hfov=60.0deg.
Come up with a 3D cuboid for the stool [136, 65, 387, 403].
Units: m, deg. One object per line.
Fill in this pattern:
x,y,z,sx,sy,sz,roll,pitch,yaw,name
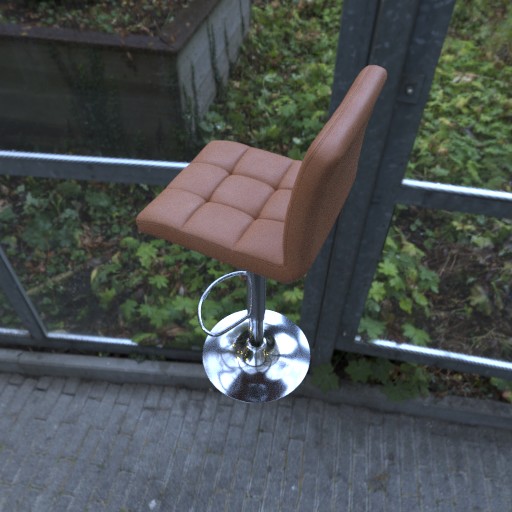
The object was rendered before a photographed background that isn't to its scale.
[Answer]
0.000,0.000,1.360,0.505,1.115,0.430,18,49,17,stool
